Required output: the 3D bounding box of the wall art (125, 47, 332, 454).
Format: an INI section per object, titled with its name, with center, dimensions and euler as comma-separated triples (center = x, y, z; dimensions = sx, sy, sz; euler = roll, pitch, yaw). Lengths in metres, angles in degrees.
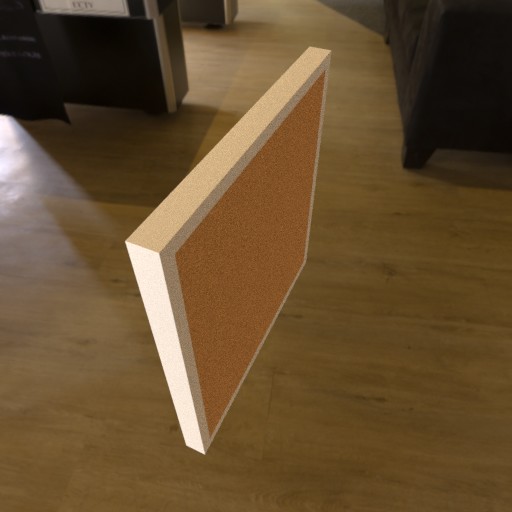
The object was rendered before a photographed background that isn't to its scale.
[wall art]
center = 0.000, 0.000, 0.756
dimensions = 0.038, 0.508, 0.507
euler = 19, 49, 17
